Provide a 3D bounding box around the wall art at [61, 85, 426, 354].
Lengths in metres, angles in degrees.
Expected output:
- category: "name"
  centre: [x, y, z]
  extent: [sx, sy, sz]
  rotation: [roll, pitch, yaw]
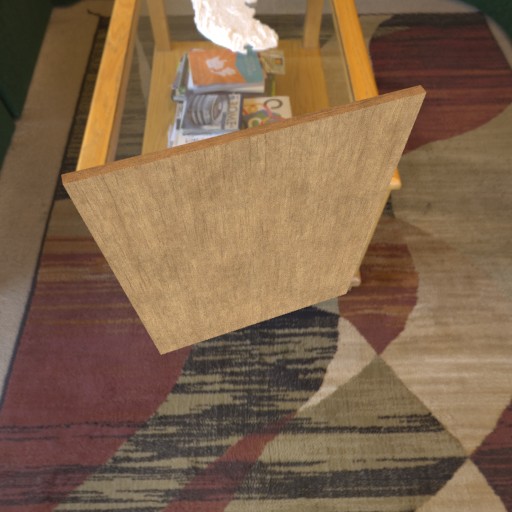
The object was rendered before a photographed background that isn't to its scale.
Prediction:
- category: "wall art"
  centre: [0.000, 0.000, 0.915]
  extent: [0.534, 0.686, 0.018]
  rotation: [-17, 61, -10]
